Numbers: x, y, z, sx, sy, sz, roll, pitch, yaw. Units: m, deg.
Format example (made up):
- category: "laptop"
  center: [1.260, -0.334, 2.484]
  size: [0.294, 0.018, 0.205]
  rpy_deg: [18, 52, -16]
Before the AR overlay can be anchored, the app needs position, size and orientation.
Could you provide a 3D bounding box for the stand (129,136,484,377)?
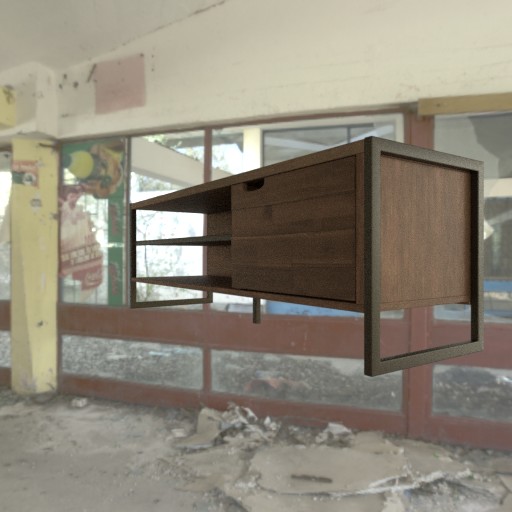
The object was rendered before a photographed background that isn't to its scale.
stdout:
- category: "stand"
  center: [0.000, 0.000, 1.661]
  size: [0.454, 0.506, 1.480]
  rpy_deg: [0, 0, -35]
